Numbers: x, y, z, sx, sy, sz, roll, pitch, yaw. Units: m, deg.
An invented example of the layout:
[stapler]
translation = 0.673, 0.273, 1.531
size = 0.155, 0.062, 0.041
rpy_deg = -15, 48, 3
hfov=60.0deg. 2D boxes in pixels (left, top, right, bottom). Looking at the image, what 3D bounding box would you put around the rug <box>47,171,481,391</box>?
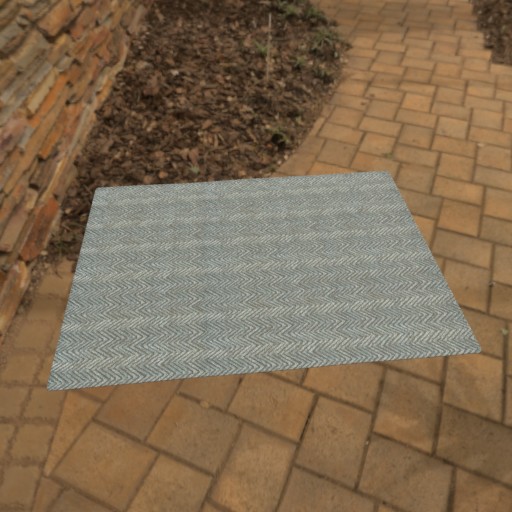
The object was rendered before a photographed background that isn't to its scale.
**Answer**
[rug]
translation = 0.000, 0.000, 4.986
size = 3.957, 0.011, 2.894
rpy_deg = -4, 46, -4
